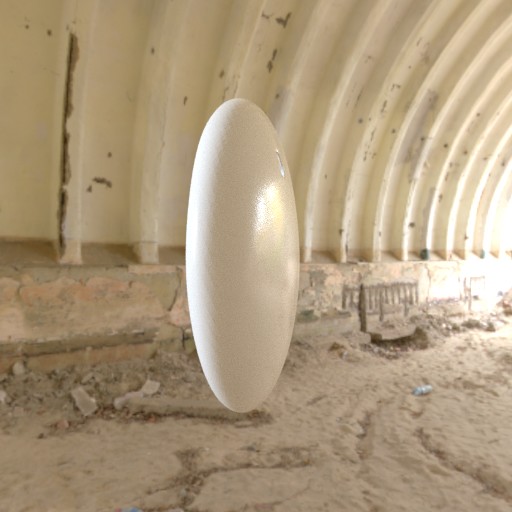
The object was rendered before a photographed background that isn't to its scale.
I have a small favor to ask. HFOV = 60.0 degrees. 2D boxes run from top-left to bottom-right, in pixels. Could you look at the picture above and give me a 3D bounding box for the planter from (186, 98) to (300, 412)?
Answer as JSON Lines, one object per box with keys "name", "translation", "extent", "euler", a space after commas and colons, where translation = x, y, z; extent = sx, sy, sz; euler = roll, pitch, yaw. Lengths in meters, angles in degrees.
{"name": "planter", "translation": [0.000, 0.000, 0.280], "extent": [0.043, 0.188, 0.185], "euler": [0, 0, 17]}
